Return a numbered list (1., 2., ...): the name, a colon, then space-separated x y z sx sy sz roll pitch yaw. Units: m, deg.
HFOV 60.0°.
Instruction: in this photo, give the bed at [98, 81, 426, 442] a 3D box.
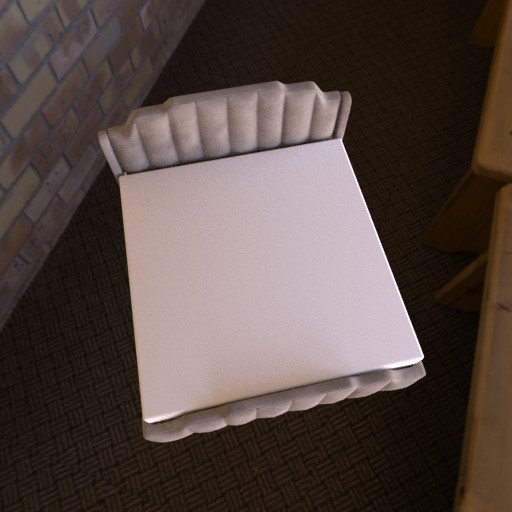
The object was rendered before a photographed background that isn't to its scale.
1. bed: 0.000 0.000 3.481 2.074 1.245 2.340 -11 65 -5
